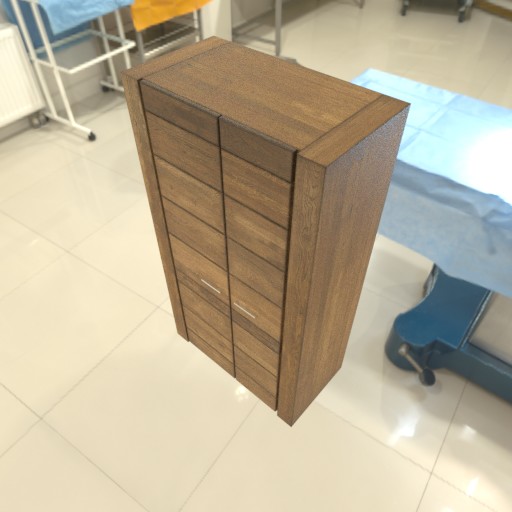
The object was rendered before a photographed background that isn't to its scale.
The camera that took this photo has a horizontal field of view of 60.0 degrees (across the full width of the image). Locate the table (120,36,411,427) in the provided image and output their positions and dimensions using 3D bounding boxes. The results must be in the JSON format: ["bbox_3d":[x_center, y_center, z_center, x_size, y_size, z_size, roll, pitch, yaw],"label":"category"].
[{"bbox_3d":[0.000,0.000,2.555,1.100,2.000,0.600,32,54,27],"label":"table"}]
